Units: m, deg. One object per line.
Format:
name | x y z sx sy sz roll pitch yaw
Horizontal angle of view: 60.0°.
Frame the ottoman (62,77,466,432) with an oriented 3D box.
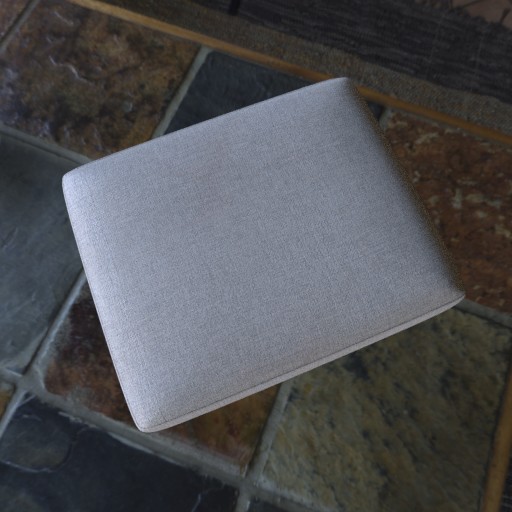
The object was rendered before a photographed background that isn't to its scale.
ottoman | 0.000 0.000 1.232 0.820 0.490 0.671 -21 75 -6
